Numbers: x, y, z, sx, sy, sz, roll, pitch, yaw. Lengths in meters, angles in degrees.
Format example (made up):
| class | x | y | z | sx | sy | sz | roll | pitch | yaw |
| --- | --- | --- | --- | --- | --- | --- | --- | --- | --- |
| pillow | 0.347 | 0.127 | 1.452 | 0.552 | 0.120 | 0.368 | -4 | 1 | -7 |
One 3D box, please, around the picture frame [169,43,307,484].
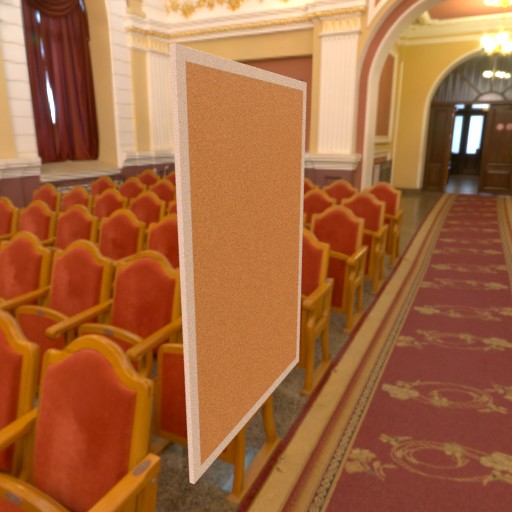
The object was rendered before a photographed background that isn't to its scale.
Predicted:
| class | x | y | z | sx | sy | sz | roll | pitch | yaw |
| --- | --- | --- | --- | --- | --- | --- | --- | --- | --- |
| picture frame | 0.000 | 0.000 | 1.195 | 0.013 | 0.940 | 0.659 | 7 | 17 | 26 |
